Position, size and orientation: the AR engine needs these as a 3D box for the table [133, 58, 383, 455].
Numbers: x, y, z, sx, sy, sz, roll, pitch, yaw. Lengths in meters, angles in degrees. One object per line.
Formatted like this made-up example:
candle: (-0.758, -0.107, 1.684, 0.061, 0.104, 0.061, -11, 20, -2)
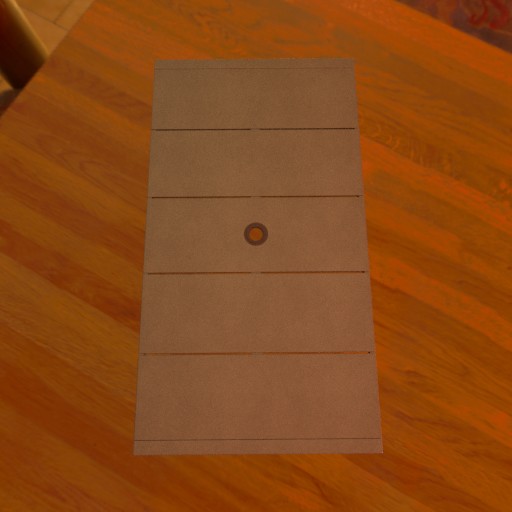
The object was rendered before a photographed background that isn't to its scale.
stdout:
table: (0.000, 0.000, 2.176, 0.914, 0.735, 1.680, 0, 76, 0)
